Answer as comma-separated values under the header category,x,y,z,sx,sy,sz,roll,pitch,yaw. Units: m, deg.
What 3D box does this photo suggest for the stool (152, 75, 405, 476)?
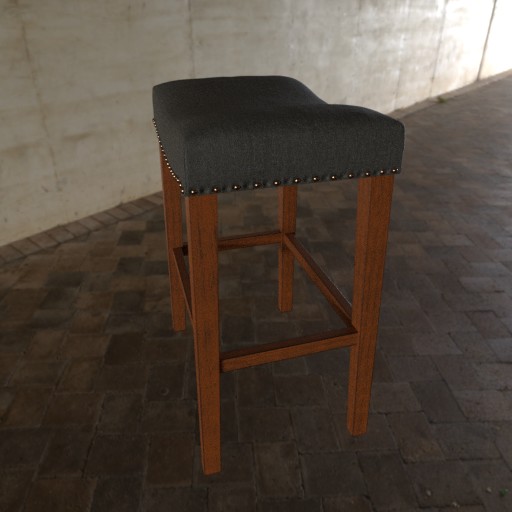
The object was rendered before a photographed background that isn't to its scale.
category,x,y,z,sx,sy,sz,roll,pitch,yaw
stool,0.000,0.000,0.858,0.320,0.612,0.439,-8,31,-14
